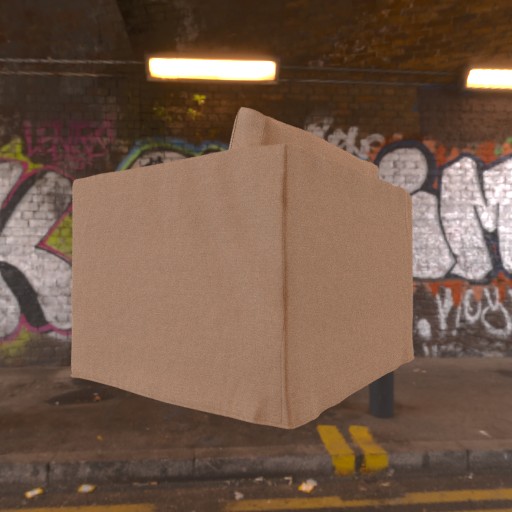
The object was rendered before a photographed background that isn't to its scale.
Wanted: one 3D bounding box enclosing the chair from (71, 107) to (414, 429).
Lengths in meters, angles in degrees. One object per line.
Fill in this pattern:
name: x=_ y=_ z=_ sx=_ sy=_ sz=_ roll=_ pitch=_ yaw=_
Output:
chair: x=0.000 y=0.000 z=1.745 sx=0.949 sy=0.867 sz=1.057 roll=-1 pitch=-1 yaw=36
